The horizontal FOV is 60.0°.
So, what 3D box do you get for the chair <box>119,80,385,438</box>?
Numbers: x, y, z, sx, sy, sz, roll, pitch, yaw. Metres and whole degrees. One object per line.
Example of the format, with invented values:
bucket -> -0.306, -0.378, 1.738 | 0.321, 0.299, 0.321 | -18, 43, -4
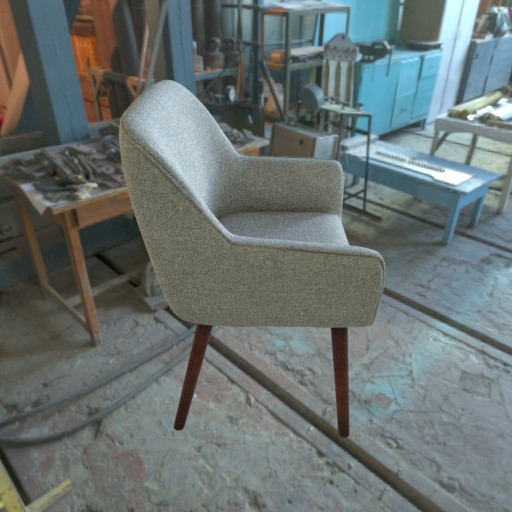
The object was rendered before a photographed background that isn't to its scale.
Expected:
chair -> 0.000, 0.000, 1.151 | 0.519, 0.803, 0.543 | 0, 32, 0
